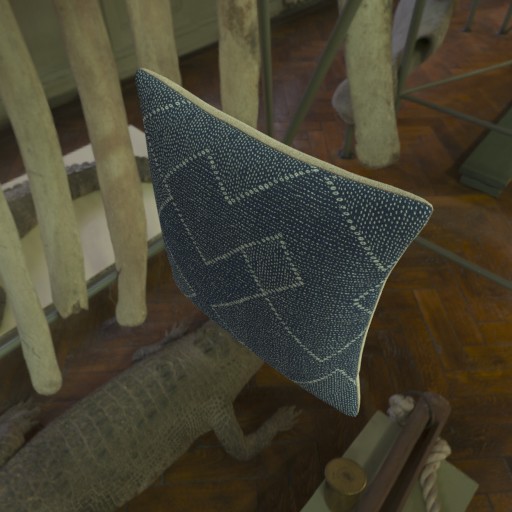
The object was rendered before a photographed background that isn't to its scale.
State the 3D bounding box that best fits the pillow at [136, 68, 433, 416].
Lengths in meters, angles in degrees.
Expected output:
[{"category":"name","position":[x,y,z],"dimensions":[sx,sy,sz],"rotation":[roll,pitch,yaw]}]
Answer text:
[{"category":"pillow","position":[0.000,0.000,0.650],"dimensions":[0.435,0.428,0.148],"rotation":[33,55,27]}]
